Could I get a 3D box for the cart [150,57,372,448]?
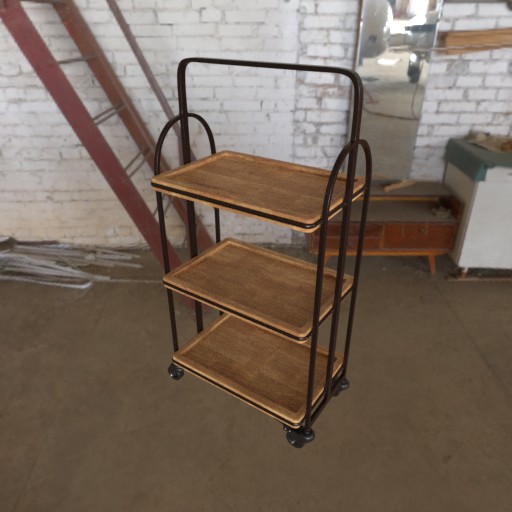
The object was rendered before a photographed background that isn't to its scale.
[{"bbox_3d":[0.000,0.000,1.239,0.553,1.001,0.327,18,34,30],"label":"cart"}]
